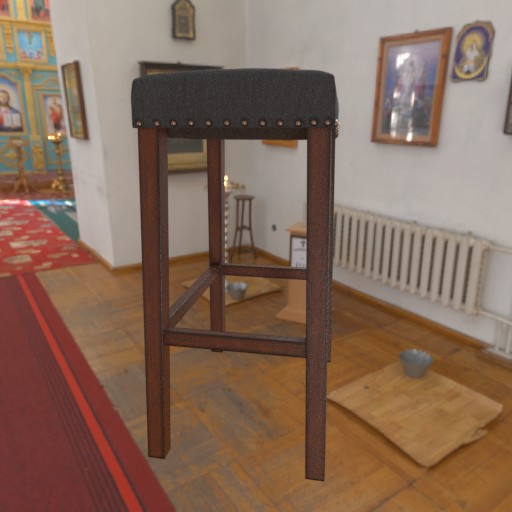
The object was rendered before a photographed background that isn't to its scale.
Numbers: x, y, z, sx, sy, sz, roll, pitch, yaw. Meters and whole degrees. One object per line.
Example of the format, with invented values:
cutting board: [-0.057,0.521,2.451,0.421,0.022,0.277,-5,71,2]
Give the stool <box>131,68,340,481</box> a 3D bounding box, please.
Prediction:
stool: [0.000,0.000,1.031,0.366,0.760,0.502,3,16,10]
